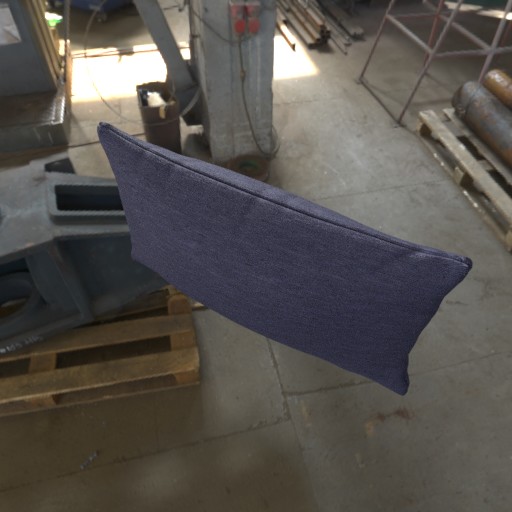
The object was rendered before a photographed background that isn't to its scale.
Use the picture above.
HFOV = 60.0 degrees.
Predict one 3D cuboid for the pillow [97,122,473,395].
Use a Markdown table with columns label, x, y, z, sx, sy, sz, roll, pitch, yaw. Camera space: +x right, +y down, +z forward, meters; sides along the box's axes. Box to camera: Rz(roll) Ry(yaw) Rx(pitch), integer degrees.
| label | x | y | z | sx | sy | sz | roll | pitch | yaw |
| --- | --- | --- | --- | --- | --- | --- | --- | --- | --- |
| pillow | 0.000 | 0.000 | 0.776 | 0.633 | 0.338 | 0.210 | 24 | 51 | 21 |
